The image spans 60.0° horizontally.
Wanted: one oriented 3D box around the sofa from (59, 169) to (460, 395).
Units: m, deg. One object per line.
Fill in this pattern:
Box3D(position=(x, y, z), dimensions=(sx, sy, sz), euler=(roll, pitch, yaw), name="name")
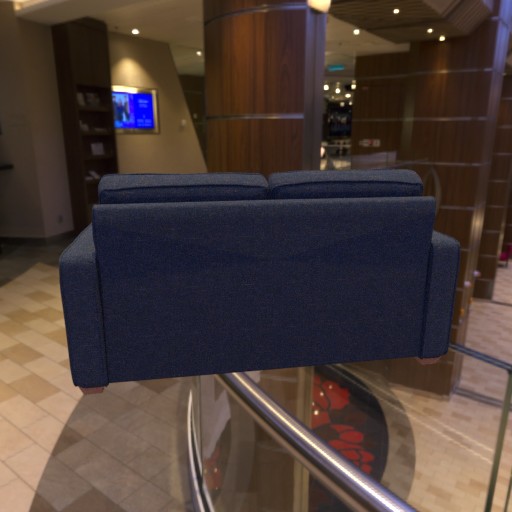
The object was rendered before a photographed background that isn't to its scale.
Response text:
Box3D(position=(0.000, 0.000, 2.289), dimensions=(1.709, 0.918, 0.947), euler=(-3, 16, -9), name="sofa")
